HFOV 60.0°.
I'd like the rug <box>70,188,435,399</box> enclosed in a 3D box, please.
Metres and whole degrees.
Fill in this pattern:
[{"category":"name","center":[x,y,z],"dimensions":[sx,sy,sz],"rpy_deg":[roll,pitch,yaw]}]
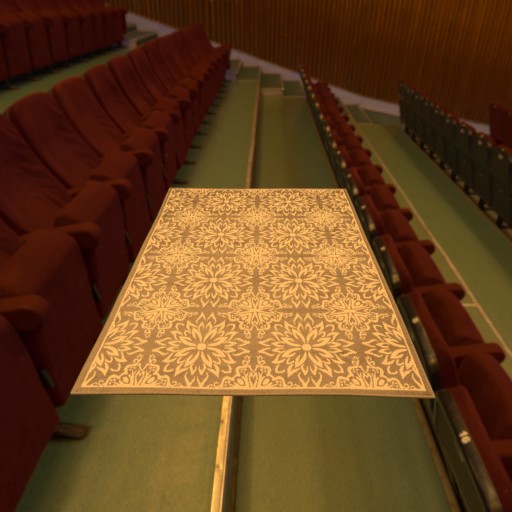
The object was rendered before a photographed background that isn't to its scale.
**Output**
[{"category":"rug","center":[0.000,0.000,2.275],"dimensions":[1.224,0.012,1.847],"rpy_deg":[0,30,1]}]
